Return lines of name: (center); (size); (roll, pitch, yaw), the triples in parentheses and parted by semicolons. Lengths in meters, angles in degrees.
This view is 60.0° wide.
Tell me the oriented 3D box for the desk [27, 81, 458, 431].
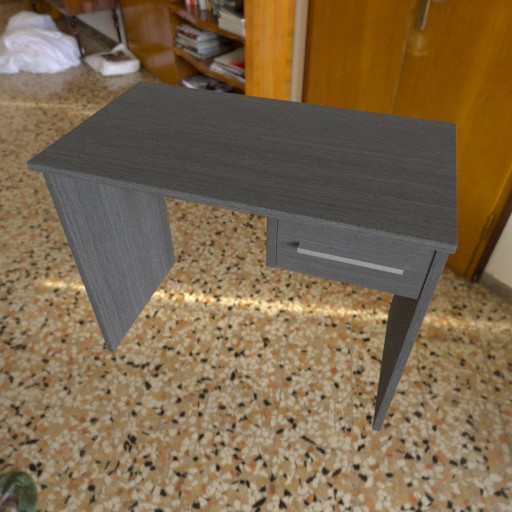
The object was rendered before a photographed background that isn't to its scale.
desk: (0.000, 0.000, 1.282); (0.893, 0.724, 0.498); (12, 43, 13)
